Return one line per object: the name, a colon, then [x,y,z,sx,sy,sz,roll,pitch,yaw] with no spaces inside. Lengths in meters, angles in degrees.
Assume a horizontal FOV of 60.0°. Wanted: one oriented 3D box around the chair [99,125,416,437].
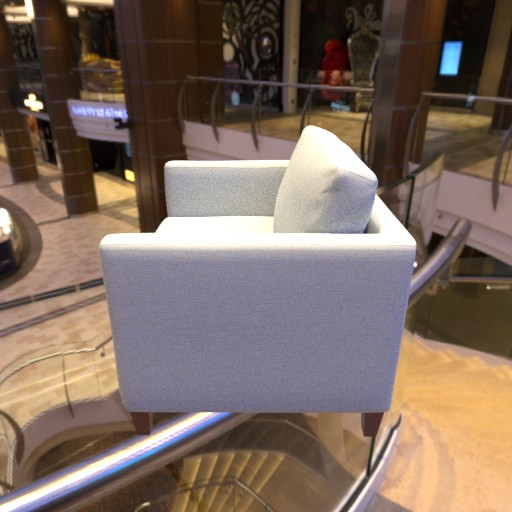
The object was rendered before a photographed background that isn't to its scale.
chair: [0.000,0.000,1.853,0.953,0.961,1.107,0,25,0]
